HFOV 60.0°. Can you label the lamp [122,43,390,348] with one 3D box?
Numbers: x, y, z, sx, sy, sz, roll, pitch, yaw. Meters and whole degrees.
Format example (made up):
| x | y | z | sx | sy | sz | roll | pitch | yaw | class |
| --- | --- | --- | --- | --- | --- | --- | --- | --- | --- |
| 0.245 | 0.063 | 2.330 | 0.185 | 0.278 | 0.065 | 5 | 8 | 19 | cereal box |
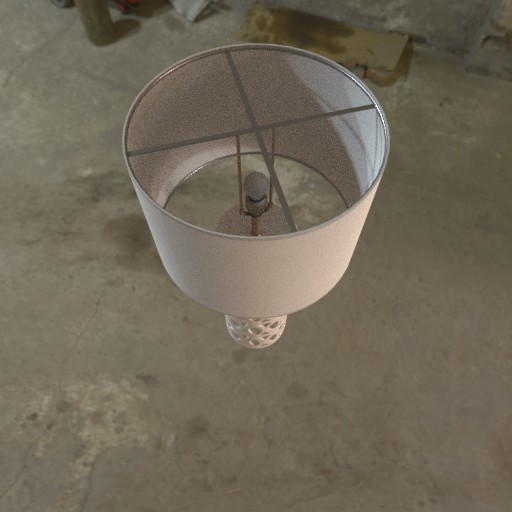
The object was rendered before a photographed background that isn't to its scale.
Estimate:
| x | y | z | sx | sy | sz | roll | pitch | yaw | class |
| --- | --- | --- | --- | --- | --- | --- | --- | --- | --- |
| 0.000 | 0.000 | 0.819 | 0.325 | 0.636 | 0.324 | -13 | 61 | -8 | lamp |
